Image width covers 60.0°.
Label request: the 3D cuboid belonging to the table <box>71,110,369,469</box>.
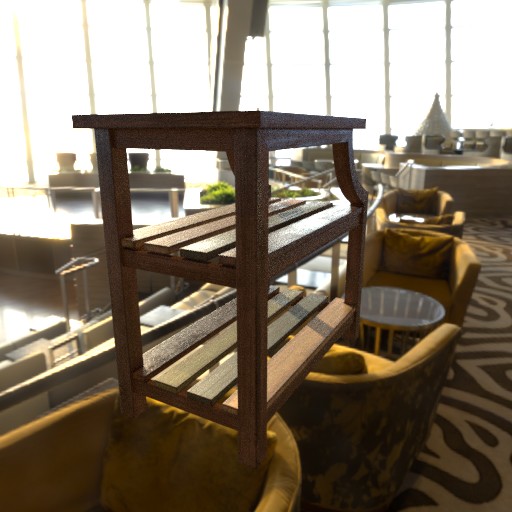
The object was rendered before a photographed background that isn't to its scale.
[{"bbox_3d":[0.000,0.000,0.979,0.356,0.584,0.609,9,18,28],"label":"table"}]
